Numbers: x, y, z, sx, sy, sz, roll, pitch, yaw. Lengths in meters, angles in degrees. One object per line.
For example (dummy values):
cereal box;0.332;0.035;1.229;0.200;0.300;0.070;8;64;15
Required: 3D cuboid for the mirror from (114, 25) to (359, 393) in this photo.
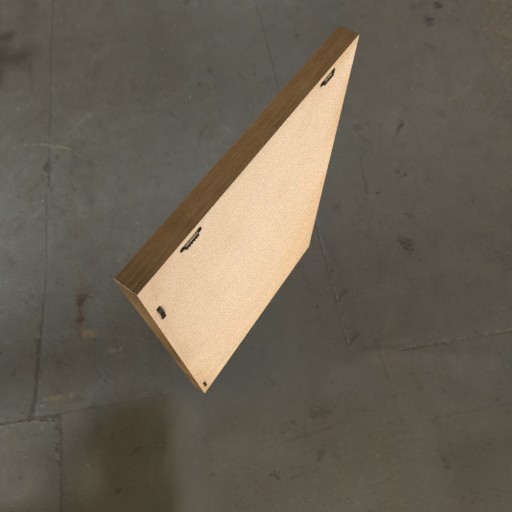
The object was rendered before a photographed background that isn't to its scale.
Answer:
mirror;0.000;0.000;0.901;0.040;0.710;0.507;32;69;14
